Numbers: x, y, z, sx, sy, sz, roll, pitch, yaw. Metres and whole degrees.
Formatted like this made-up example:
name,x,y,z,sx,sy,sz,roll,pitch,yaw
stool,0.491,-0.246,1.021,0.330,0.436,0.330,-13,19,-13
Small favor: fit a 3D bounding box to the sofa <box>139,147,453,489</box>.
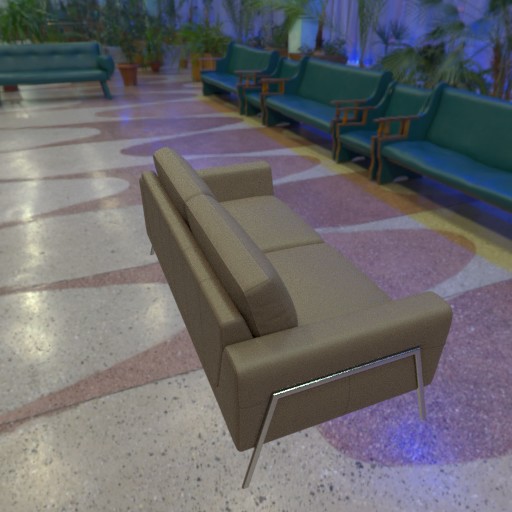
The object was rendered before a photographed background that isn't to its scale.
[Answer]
name,x,y,z,sx,sy,sz,roll,pitch,yaw
sofa,0.000,0.000,2.520,0.953,0.875,2.017,-12,33,-19
